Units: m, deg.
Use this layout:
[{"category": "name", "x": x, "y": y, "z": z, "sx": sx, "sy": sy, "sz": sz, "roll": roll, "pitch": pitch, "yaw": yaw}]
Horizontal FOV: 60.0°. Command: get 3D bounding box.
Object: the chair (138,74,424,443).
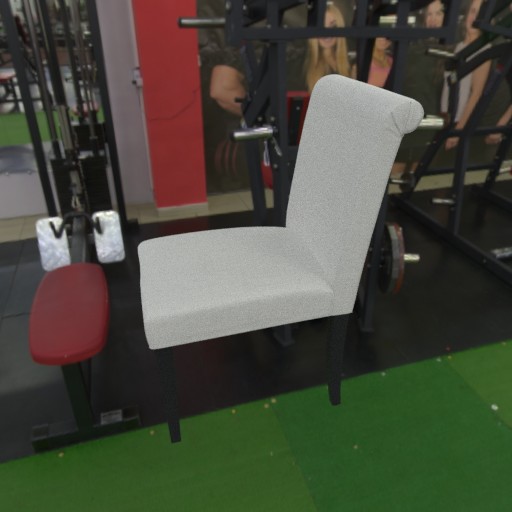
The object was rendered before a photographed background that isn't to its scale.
[{"category": "chair", "x": 0.000, "y": 0.000, "z": 1.371, "sx": 0.708, "sy": 0.976, "sz": 0.452, "roll": -8, "pitch": 31, "yaw": -13}]
